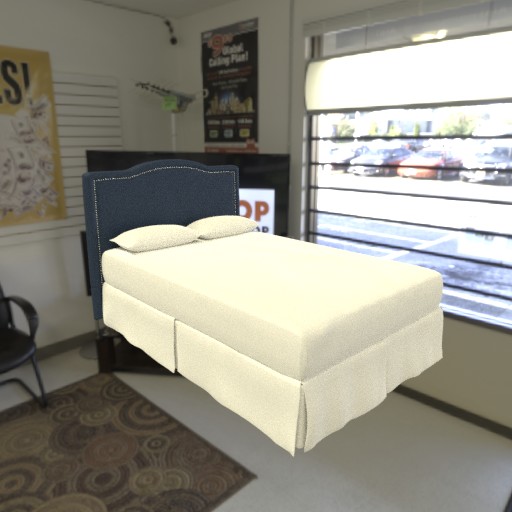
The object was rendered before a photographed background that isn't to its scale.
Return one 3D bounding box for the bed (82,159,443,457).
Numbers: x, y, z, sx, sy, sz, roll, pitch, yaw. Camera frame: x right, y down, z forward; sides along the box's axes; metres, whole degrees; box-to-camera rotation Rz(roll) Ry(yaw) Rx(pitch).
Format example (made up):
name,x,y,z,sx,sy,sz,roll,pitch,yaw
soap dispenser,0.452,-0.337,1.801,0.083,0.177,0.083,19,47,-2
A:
name,x,y,z,sx,sy,sz,roll,pitch,yaw
bed,0.000,0.000,3.558,1.741,1.441,2.507,-13,20,-41
